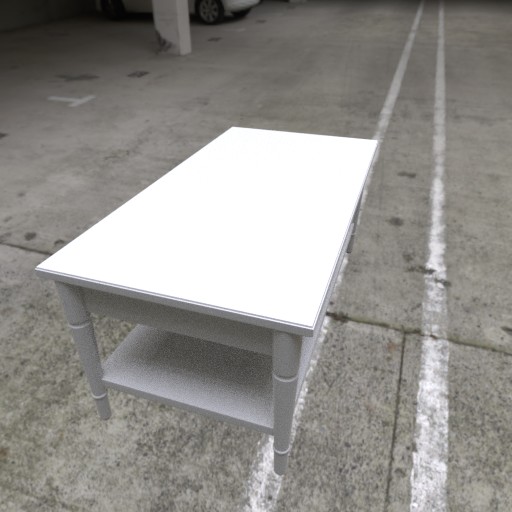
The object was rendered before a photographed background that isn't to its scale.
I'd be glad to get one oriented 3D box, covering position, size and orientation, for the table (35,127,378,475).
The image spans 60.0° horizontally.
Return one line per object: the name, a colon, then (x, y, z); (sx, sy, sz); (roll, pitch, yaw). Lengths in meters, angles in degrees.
table: (0.000, 0.000, 1.343); (0.559, 0.457, 1.067); (10, 33, 16)
